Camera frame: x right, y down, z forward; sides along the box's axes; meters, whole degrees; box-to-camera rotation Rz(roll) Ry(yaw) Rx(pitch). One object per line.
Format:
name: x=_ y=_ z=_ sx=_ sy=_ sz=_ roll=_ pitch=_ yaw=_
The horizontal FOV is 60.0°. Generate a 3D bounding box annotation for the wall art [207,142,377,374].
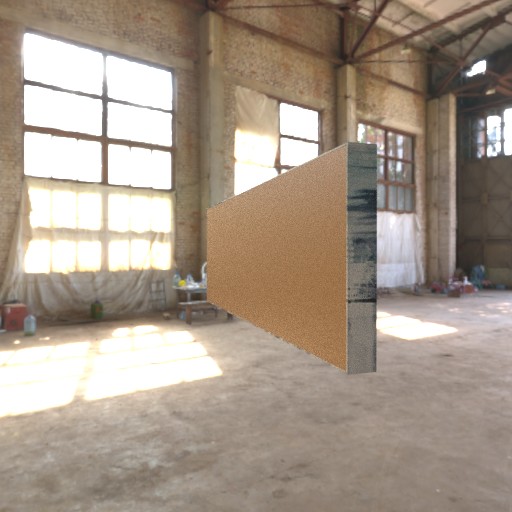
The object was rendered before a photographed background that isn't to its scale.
wall art: x=0.000 y=0.000 z=0.843 sx=0.037 sy=0.251 sz=0.759 roll=0 pitch=0 yaw=-18
